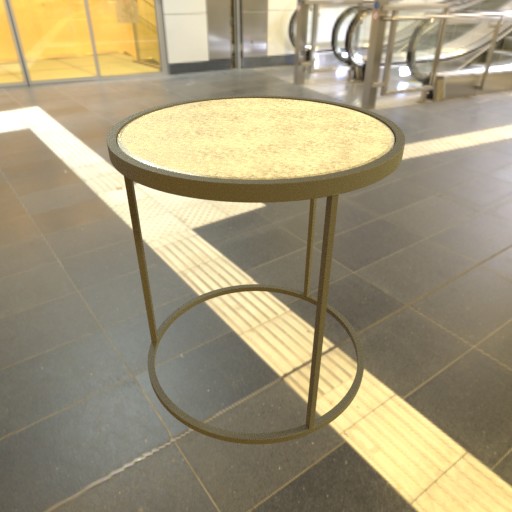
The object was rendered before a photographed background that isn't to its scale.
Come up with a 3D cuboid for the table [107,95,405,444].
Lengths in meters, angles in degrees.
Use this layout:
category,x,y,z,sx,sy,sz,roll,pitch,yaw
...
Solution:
category,x,y,z,sx,sy,sz,roll,pitch,yaw
table,0.000,0.000,0.856,0.470,0.498,0.470,0,32,0
